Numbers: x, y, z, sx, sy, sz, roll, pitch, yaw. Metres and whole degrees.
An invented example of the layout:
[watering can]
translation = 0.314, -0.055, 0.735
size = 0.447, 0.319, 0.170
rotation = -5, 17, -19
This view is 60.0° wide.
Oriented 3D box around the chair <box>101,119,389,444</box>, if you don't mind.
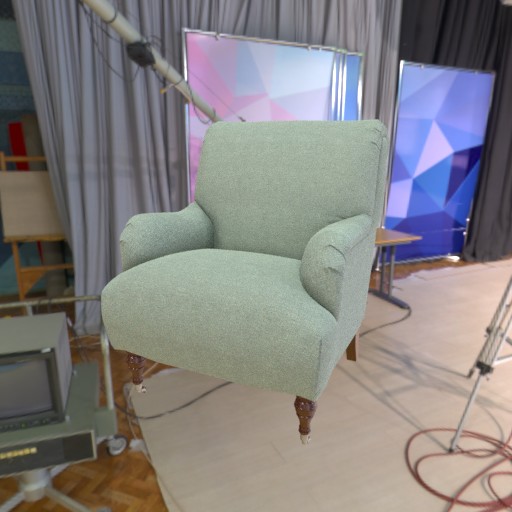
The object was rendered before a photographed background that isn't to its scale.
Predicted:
[chair]
translation = 0.000, 0.000, 1.981
size = 0.964, 1.178, 1.060
rotation = 7, 17, 25
